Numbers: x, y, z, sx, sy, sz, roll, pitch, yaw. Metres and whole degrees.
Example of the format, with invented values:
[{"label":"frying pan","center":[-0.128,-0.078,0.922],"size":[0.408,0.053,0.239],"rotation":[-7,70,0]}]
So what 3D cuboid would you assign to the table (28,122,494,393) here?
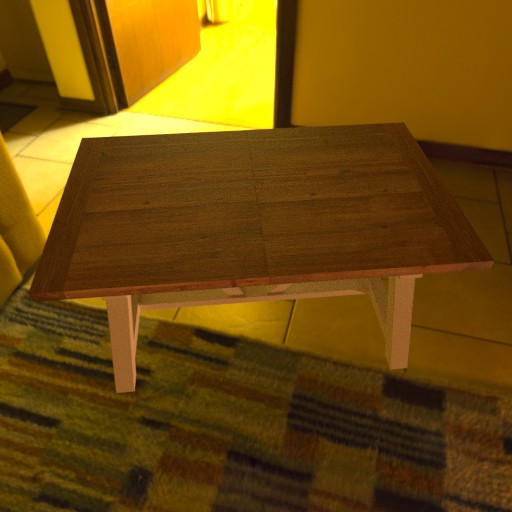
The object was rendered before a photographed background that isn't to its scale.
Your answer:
[{"label":"table","center":[0.000,0.000,2.007],"size":[1.503,0.743,0.922],"rotation":[-4,46,-4]}]
